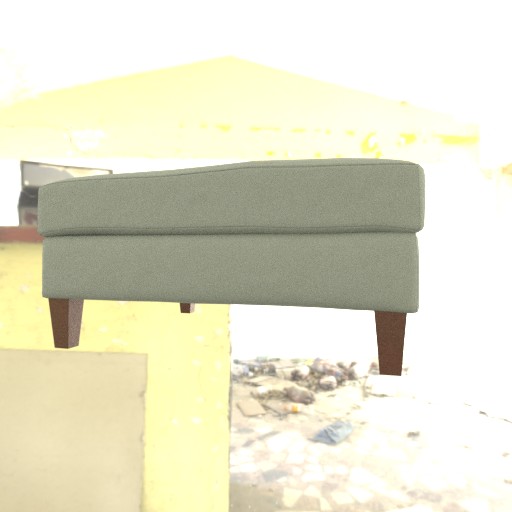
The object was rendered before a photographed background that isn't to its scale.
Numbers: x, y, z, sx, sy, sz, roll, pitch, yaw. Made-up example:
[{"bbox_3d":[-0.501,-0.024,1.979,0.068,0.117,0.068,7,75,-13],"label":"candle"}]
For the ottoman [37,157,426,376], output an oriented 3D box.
[{"bbox_3d":[0.000,0.000,1.427,0.991,0.494,0.842,0,0,18],"label":"ottoman"}]
